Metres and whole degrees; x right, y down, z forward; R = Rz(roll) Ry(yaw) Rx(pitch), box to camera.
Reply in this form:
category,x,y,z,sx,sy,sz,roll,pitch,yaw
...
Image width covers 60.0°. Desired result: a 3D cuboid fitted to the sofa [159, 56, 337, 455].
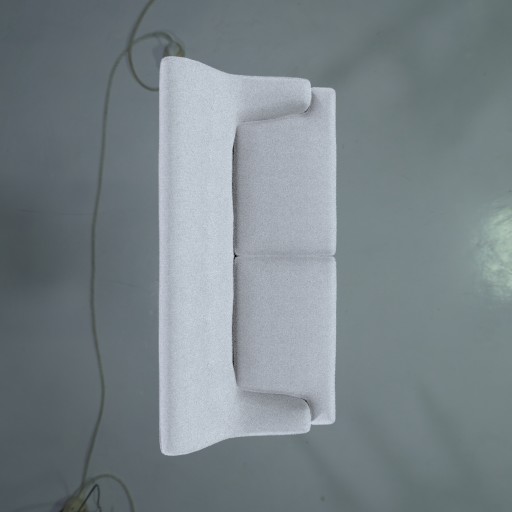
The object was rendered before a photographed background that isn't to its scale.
category,x,y,z,sx,sy,sz,roll,pitch,yaw
sofa,0.000,0.000,2.605,0.978,0.871,2.057,0,90,-1
